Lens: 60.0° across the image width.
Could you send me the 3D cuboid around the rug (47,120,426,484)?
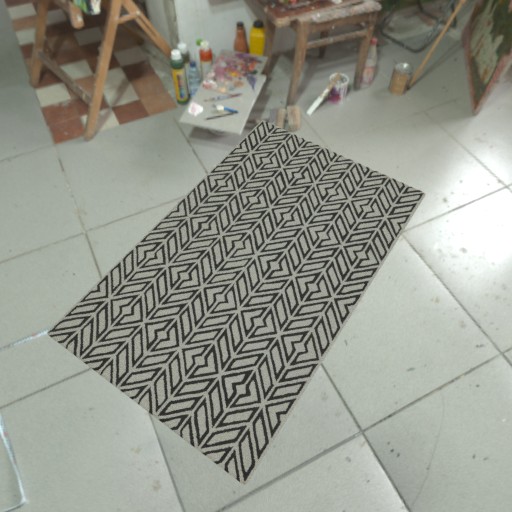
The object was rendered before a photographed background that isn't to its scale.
[{"bbox_3d":[0.000,0.000,3.095,1.523,0.008,2.438,29,61,18],"label":"rug"}]
